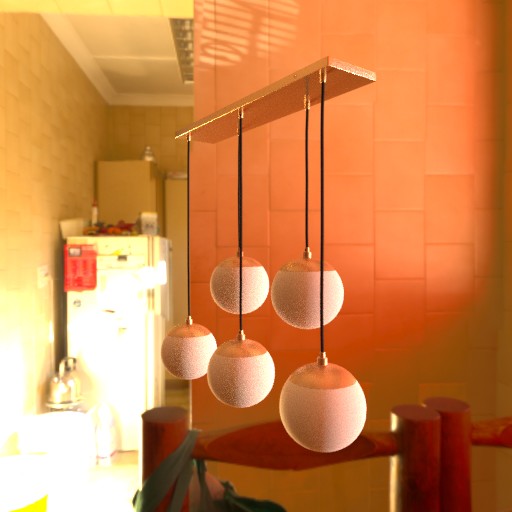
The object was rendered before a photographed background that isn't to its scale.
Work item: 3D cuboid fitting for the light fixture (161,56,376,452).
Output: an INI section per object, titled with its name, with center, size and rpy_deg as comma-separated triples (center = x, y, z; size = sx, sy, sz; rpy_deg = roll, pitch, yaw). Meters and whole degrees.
[light fixture]
center = 0.000, 0.000, 1.310
size = 0.299, 0.869, 0.863
rpy_deg = -1, 1, -35
